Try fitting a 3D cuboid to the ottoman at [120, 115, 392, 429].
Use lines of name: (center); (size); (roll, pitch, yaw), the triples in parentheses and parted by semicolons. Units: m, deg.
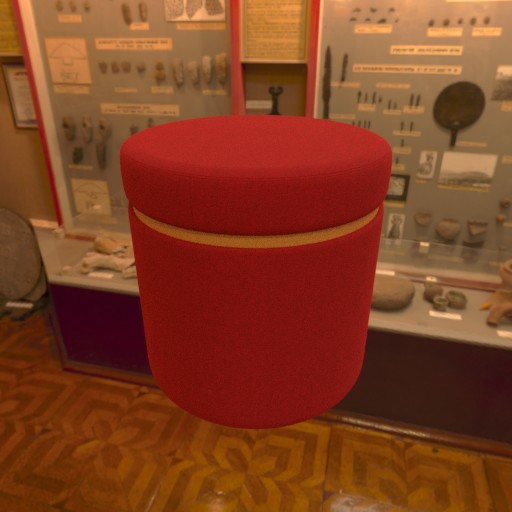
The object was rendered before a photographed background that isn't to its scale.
ottoman: (0.000, 0.000, 0.754); (0.400, 0.406, 0.400); (0, 27, 0)
